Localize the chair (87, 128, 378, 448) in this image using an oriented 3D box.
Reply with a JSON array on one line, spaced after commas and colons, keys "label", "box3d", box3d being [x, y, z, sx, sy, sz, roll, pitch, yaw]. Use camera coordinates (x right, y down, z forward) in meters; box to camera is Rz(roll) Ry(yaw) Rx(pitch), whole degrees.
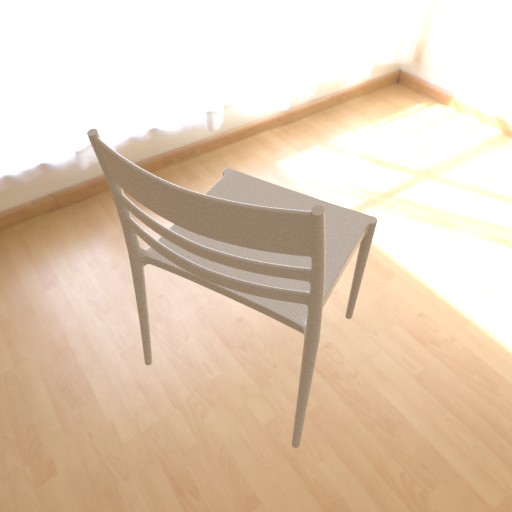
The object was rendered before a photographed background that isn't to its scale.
[{"label": "chair", "box3d": [0.000, 0.000, 1.146, 0.531, 0.800, 0.511, 22, 50, 20]}]
